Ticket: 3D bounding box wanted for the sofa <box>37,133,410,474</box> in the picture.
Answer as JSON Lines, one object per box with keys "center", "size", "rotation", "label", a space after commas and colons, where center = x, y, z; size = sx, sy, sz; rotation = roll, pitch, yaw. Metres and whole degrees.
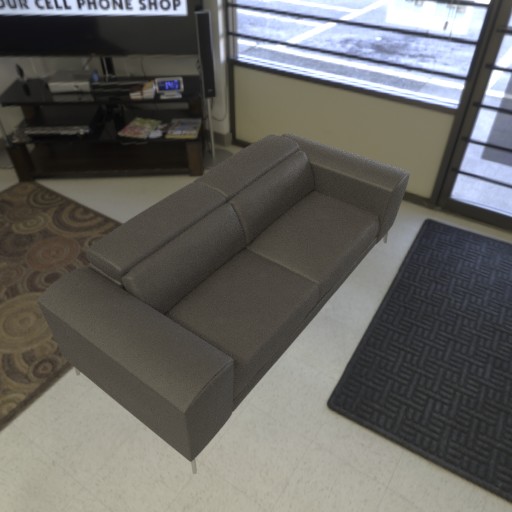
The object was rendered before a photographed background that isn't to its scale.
{"center": [0.000, 0.000, 2.829], "size": [1.048, 0.814, 2.330], "rotation": [26, 48, 27], "label": "sofa"}
